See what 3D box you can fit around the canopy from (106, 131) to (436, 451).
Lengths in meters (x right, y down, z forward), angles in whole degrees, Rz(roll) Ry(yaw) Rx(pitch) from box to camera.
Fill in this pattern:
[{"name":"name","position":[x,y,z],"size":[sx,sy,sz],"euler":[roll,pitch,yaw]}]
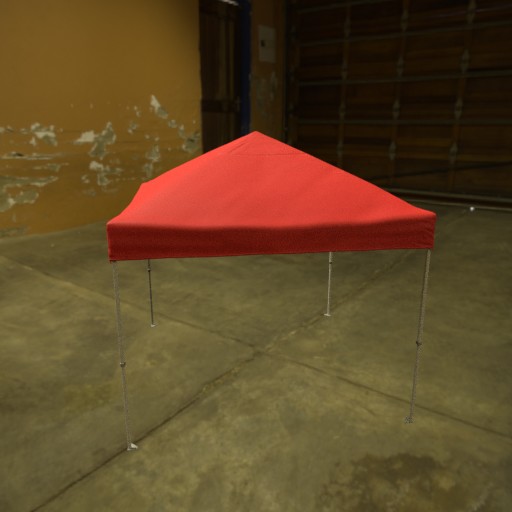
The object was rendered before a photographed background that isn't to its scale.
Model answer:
[{"name":"canopy","position":[0.000,0.000,5.529],"size":[2.996,2.997,2.998],"euler":[-2,16,-8]}]
